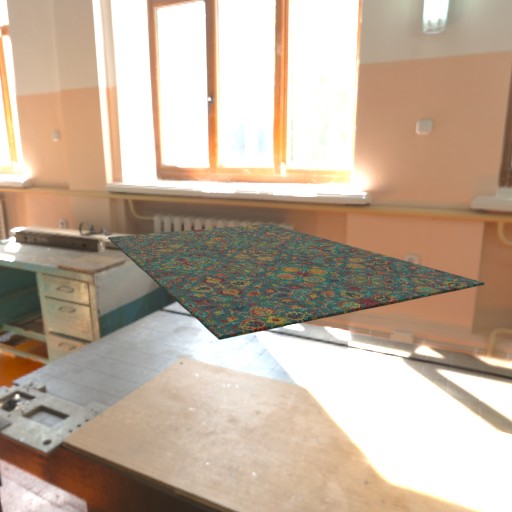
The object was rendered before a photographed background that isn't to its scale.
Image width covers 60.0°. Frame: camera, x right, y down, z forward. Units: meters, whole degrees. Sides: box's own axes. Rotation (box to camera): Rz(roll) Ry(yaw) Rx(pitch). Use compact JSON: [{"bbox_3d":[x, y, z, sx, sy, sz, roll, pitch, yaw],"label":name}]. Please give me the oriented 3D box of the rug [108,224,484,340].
[{"bbox_3d":[0.000,0.000,2.977,1.527,0.016,2.290,-7,15,-27],"label":"rug"}]
